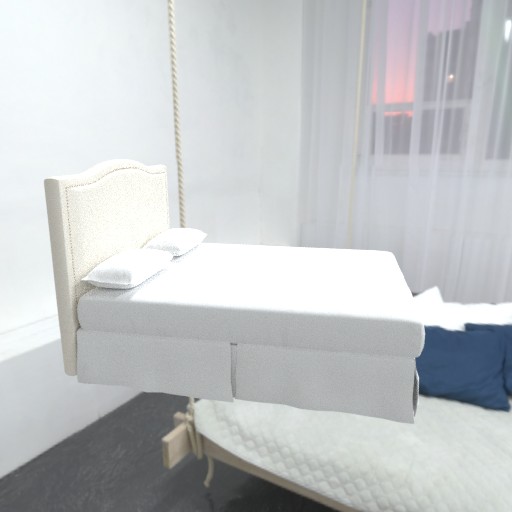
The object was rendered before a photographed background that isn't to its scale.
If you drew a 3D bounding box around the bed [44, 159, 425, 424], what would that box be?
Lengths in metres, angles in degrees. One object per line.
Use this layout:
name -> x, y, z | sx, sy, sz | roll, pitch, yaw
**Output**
bed -> 0.000, 0.000, 3.406 | 2.282, 1.436, 1.821 | 3, 14, 11
